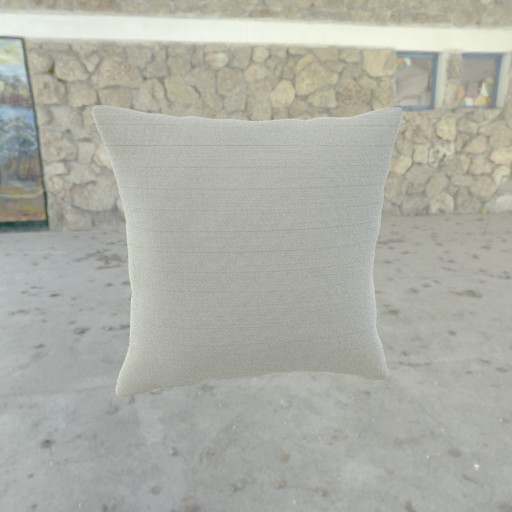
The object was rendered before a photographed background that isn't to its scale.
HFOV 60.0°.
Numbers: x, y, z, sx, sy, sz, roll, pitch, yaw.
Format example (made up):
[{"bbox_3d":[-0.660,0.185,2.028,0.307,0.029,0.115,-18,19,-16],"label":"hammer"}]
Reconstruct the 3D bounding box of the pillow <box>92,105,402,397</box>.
[{"bbox_3d":[0.000,0.000,0.712,0.470,0.464,0.175,-2,14,-8],"label":"pillow"}]
